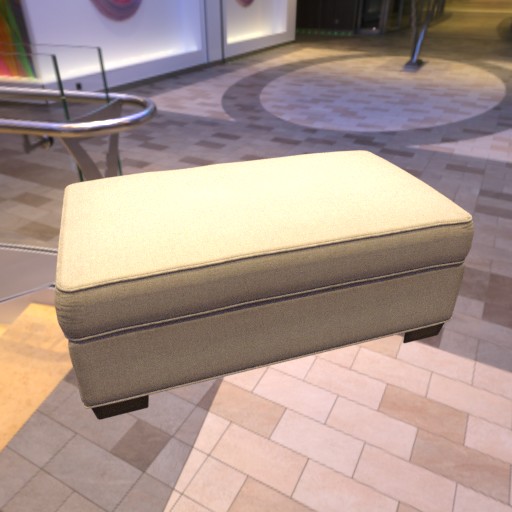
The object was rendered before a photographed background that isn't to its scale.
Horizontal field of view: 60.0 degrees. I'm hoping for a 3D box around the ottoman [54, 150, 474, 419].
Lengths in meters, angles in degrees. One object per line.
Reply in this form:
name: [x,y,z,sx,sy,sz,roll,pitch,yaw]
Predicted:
ottoman: [0.000,0.000,1.393,1.097,0.461,0.617,-10,34,-15]
